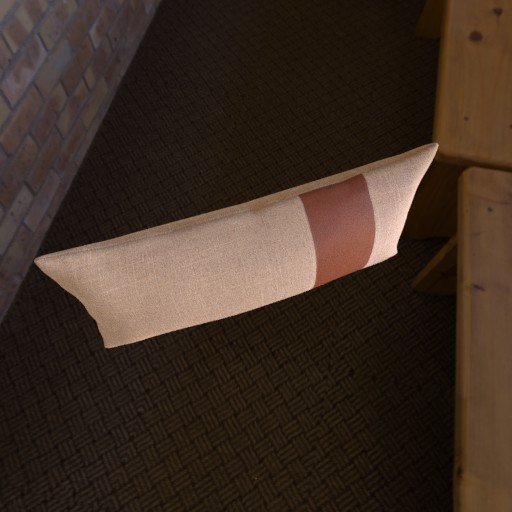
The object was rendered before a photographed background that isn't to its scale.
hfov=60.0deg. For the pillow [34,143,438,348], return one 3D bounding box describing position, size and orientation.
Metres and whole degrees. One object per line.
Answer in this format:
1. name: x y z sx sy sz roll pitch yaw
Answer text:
1. pillow: 0.000 0.000 0.753 0.612 0.282 0.155 -17 65 -8
